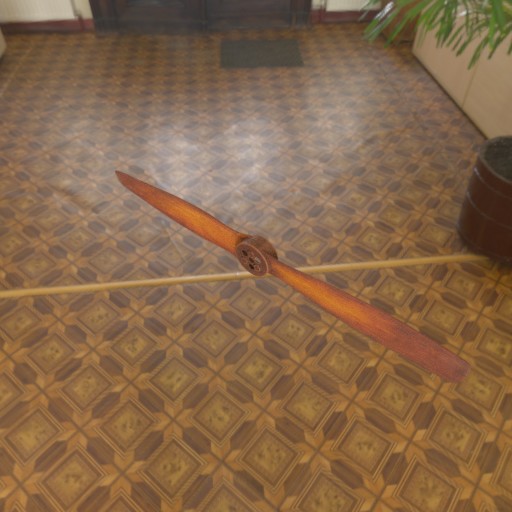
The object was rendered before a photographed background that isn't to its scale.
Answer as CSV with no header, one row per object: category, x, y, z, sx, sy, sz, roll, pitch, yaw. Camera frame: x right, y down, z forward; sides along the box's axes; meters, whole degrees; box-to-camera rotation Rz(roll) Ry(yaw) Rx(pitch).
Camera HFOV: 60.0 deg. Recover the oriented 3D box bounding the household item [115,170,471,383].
household item,0.000,0.000,1.230,1.181,0.121,0.051,30,53,25
